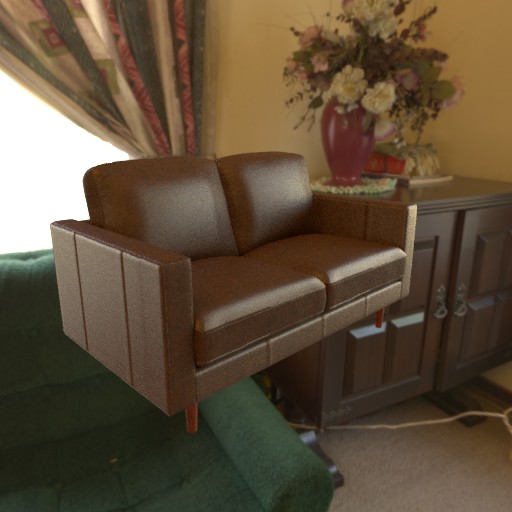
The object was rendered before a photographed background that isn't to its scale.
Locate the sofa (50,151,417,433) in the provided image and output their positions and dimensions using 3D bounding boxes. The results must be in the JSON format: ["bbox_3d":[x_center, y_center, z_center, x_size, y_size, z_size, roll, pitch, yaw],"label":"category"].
[{"bbox_3d":[0.000,0.000,2.157,1.578,0.951,0.909,-15,21,-42],"label":"sofa"}]
